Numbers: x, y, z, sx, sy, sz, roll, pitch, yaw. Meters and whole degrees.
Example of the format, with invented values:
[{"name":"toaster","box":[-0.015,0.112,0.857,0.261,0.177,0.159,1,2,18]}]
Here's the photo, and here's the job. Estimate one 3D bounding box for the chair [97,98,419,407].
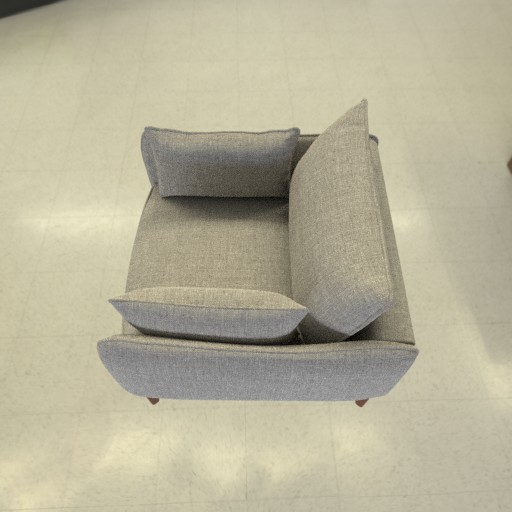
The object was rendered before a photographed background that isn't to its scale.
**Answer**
[{"name":"chair","box":[0.000,0.000,1.677,0.976,0.839,0.993,1,57,0]}]
